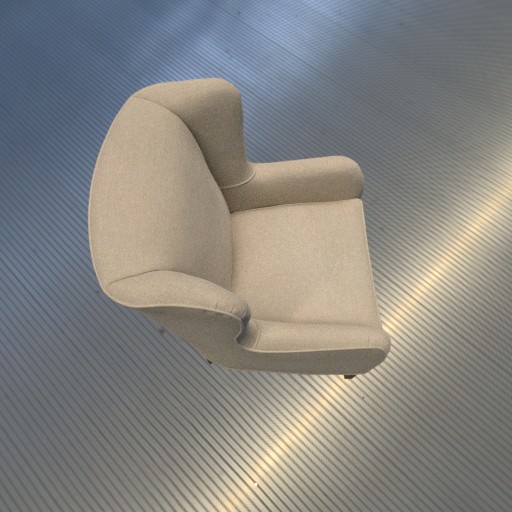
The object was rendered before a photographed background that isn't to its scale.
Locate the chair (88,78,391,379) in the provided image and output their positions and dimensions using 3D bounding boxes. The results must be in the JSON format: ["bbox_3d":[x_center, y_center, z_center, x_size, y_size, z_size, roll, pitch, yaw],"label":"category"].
[{"bbox_3d":[0.000,0.000,1.736,0.966,1.040,0.838,-1,63,-1],"label":"chair"}]
